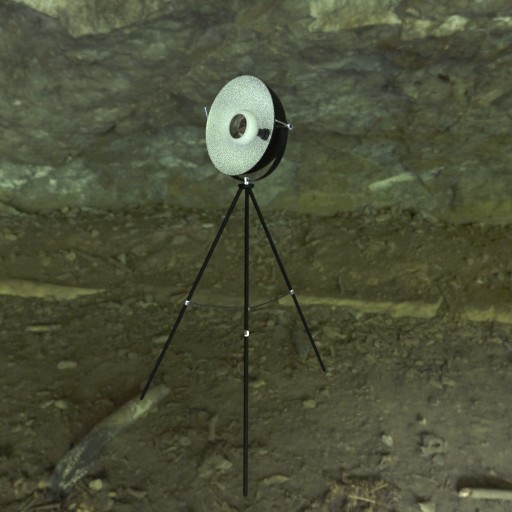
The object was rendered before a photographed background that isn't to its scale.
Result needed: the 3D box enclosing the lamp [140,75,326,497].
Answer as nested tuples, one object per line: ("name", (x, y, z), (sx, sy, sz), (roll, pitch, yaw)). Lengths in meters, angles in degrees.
("lamp", (0.000, 0.000, 2.014), (0.920, 1.512, 0.817), (-16, 24, -42))
